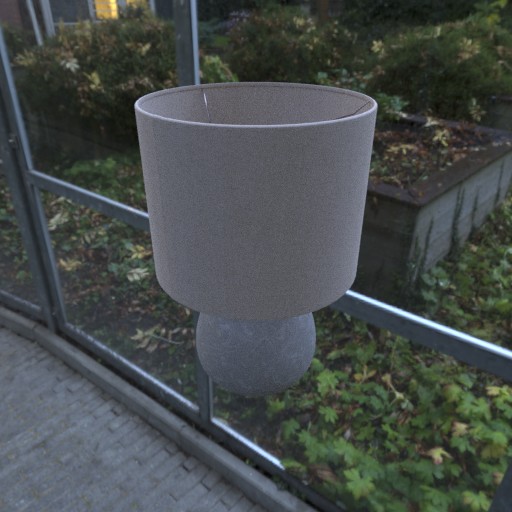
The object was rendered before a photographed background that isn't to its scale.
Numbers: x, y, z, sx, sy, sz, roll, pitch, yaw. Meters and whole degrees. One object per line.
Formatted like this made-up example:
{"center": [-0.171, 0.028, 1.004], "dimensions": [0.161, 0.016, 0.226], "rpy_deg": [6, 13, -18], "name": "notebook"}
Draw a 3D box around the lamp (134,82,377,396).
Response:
{"center": [0.000, 0.000, 0.603], "dimensions": [0.269, 0.409, 0.269], "rpy_deg": [-18, 34, -29], "name": "lamp"}
